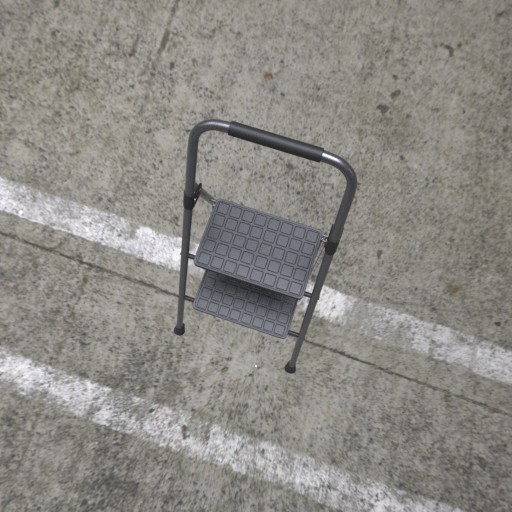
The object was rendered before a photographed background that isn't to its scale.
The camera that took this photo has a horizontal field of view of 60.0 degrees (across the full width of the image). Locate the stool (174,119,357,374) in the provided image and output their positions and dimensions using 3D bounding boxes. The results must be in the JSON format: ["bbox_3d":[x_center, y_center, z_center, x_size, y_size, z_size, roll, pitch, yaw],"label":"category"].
[{"bbox_3d":[0.000,0.000,1.179,0.450,0.872,0.514,18,77,4],"label":"stool"}]
